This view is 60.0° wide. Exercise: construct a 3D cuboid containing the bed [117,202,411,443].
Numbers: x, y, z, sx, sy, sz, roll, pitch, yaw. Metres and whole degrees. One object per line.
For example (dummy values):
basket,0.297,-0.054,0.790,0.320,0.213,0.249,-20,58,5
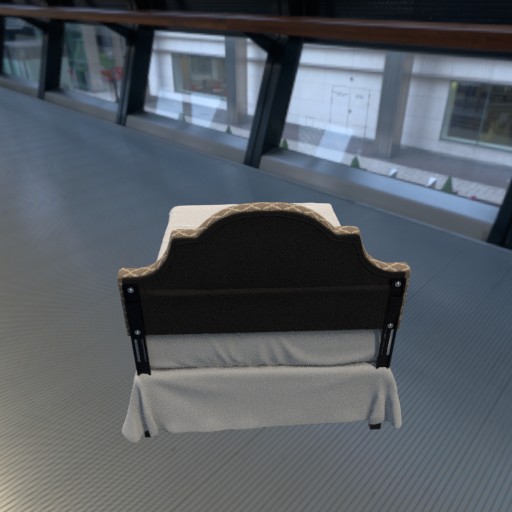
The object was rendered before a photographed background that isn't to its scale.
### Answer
bed,0.000,0.000,3.416,1.780,1.633,2.222,-1,29,-2
